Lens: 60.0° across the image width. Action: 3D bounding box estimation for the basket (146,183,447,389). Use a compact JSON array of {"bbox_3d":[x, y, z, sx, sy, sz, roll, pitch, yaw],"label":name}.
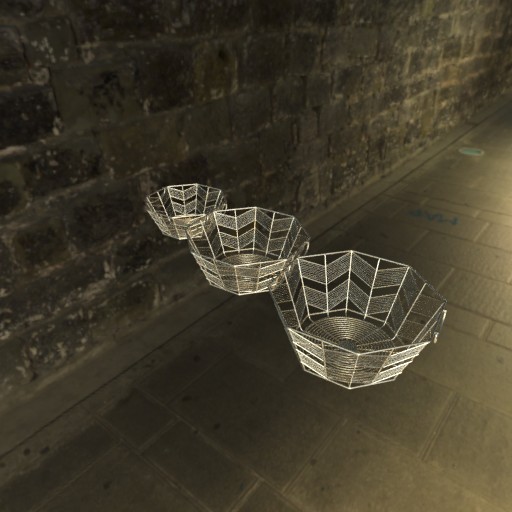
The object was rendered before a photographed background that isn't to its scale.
[{"bbox_3d":[0.000,0.000,1.413,0.432,0.178,1.246,-21,36,-31],"label":"basket"}]
